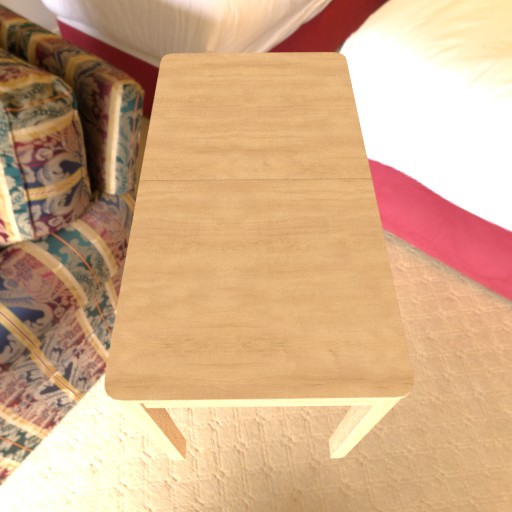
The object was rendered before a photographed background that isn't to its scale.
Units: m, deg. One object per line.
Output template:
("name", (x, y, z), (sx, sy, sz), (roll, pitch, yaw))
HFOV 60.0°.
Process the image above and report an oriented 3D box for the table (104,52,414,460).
("table", (0.000, 0.000, 1.805), (0.750, 0.900, 1.400), (-1, 57, 0))
